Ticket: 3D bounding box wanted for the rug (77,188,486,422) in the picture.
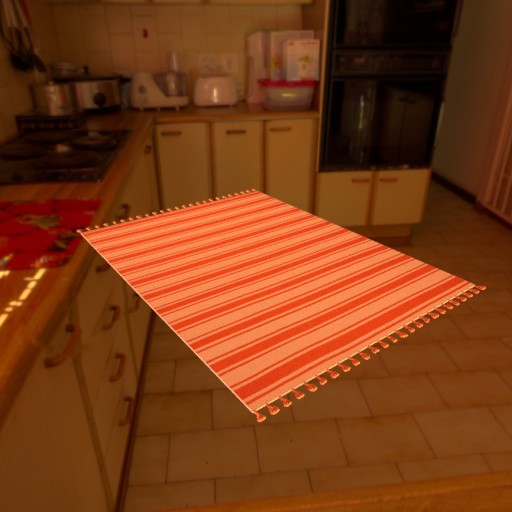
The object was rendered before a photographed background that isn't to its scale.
[{"bbox_3d":[0.000,0.000,4.352,2.451,0.035,3.369,-18,32,-32],"label":"rug"}]
